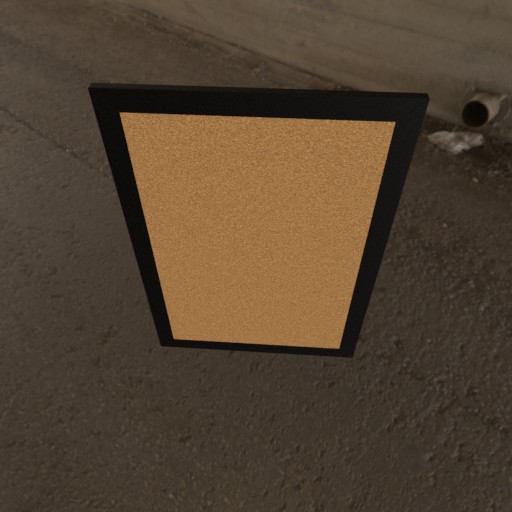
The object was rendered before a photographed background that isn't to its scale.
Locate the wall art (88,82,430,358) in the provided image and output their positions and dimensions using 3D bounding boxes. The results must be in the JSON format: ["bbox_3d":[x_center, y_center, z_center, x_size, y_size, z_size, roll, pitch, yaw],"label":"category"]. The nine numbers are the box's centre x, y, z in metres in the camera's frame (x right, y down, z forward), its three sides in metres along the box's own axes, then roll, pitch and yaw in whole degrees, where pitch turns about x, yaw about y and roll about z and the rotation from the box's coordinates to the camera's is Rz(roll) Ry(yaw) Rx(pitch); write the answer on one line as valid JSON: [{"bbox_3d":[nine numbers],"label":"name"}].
[{"bbox_3d":[0.000,0.000,0.591,0.326,0.459,0.011,3,46,3],"label":"wall art"}]
